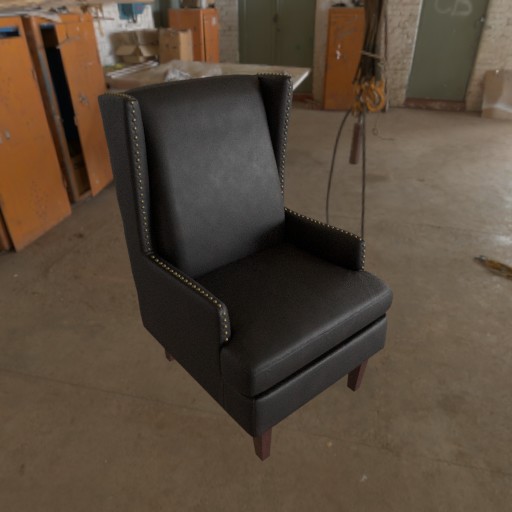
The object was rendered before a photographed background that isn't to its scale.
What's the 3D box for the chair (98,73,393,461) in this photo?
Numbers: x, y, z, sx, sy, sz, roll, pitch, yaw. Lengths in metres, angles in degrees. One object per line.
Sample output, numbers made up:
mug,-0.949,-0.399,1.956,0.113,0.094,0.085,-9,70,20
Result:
chair,0.000,0.000,1.624,0.703,1.142,0.799,-23,37,-33
